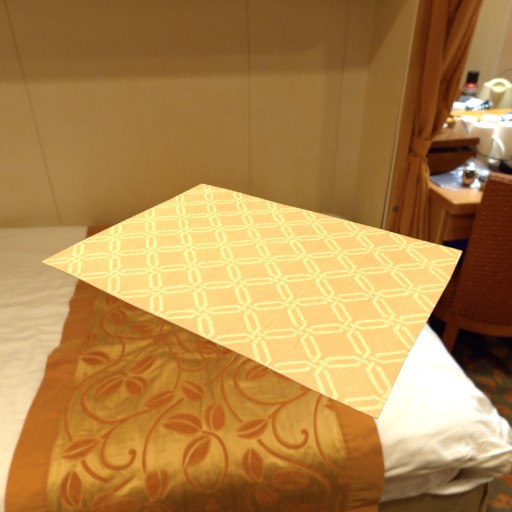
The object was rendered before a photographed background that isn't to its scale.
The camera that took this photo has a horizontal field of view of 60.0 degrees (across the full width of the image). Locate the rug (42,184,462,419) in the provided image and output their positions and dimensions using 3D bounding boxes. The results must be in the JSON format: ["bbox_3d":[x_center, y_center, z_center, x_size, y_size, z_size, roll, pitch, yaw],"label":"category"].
[{"bbox_3d":[0.000,0.000,4.336,3.365,0.020,2.452,18,35,28],"label":"rug"}]
